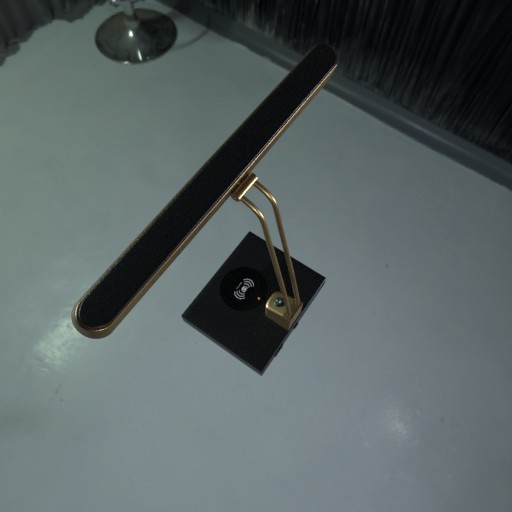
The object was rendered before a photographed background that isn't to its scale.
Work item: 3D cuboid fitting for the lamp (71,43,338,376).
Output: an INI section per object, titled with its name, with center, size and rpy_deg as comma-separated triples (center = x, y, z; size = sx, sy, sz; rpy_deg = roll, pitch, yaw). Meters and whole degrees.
[lamp]
center = 0.000, 0.000, 0.576
size = 0.156, 0.345, 0.412
rpy_deg = 32, 68, 15
